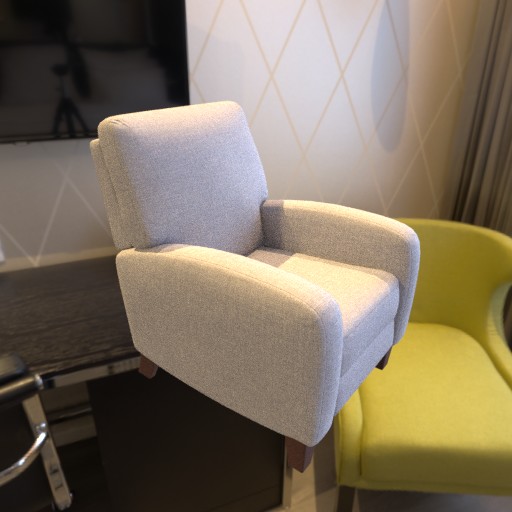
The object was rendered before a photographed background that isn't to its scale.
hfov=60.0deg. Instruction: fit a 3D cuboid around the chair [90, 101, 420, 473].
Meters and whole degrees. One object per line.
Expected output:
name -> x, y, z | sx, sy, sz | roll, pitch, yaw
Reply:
chair -> 0.000, 0.000, 1.621 | 0.990, 0.990, 0.762 | 18, 31, 33
